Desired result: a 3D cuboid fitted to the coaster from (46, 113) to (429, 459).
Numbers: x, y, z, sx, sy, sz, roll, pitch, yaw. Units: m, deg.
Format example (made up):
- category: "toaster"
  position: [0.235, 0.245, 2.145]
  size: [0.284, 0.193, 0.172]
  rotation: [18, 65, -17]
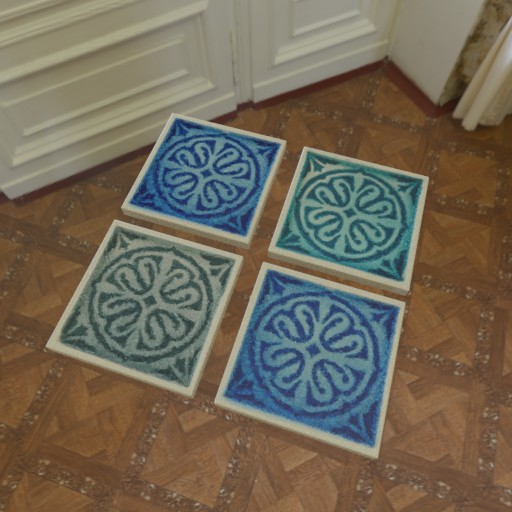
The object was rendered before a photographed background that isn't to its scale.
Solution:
- category: "coaster"
  position: [0.000, 0.000, 0.323]
  size: [0.219, 0.010, 0.214]
  rotation: [16, 64, 8]
